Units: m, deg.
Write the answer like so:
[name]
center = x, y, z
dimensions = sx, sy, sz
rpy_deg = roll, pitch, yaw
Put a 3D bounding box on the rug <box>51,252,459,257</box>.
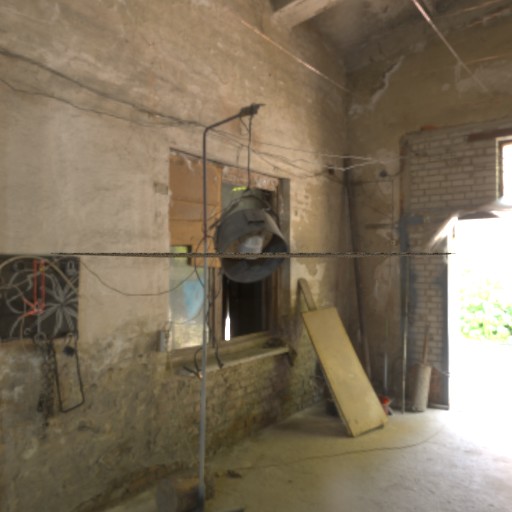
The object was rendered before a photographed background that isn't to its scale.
[rug]
center = 0.000, 0.000, 4.151
dimensions = 2.437, 0.010, 3.056
rpy_deg = 0, -1, 1
